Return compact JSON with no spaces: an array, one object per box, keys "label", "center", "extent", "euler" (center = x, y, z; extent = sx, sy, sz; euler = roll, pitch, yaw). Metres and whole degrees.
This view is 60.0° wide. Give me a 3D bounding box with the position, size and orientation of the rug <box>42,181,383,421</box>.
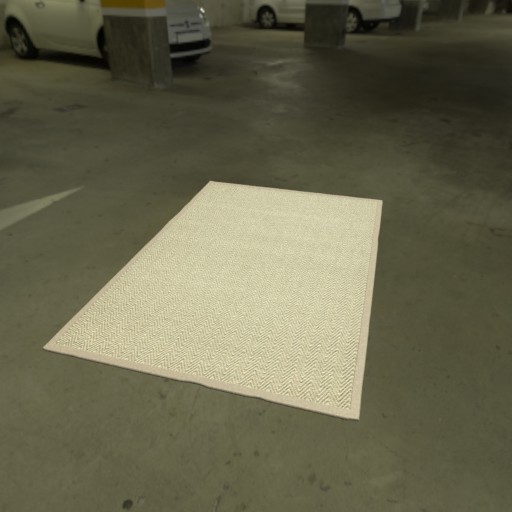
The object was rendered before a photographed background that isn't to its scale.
[{"label":"rug","center":[0.000,0.000,2.939],"extent":[1.540,0.021,2.290],"euler":[9,32,14]}]
